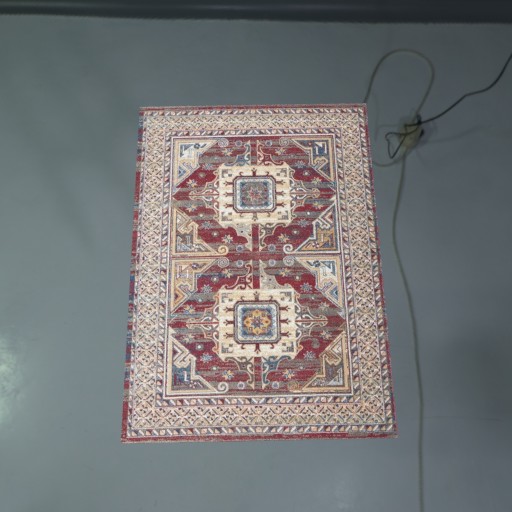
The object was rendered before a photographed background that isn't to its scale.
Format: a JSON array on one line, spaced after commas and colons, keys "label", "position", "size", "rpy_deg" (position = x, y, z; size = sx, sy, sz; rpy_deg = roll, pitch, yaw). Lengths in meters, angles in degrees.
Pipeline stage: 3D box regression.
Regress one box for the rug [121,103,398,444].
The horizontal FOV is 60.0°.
[{"label": "rug", "position": [0.000, 0.000, 2.846], "size": [1.599, 0.011, 2.210], "rpy_deg": [-1, 75, 0]}]
